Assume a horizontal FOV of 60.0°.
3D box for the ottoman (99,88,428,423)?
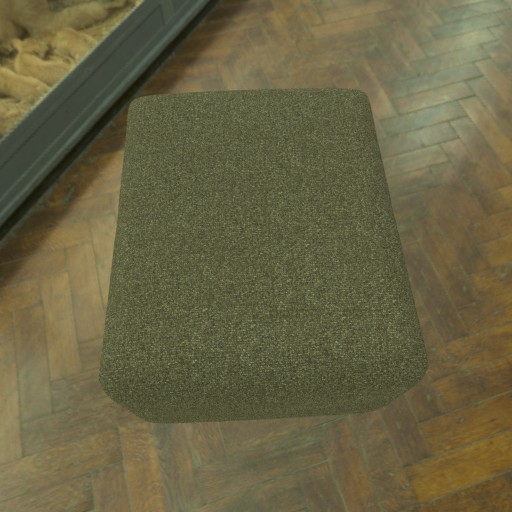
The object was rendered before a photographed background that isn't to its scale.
[{"bbox_3d":[0.000,0.000,1.090,0.598,0.476,0.742,-2,63,-1],"label":"ottoman"}]
